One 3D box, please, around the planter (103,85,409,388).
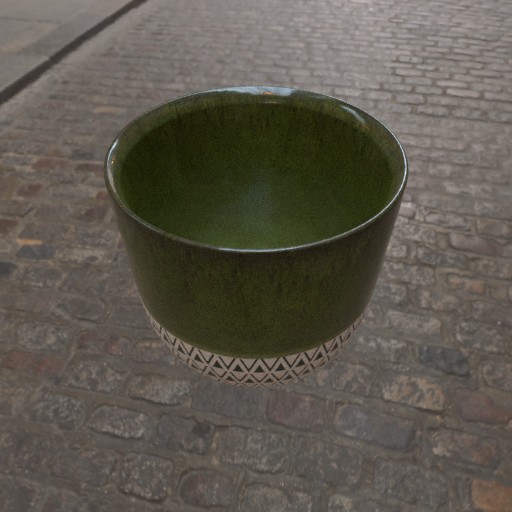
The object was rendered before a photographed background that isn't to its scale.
[{"bbox_3d":[0.000,0.000,0.491,0.266,0.270,0.266,0,45,0],"label":"planter"}]
